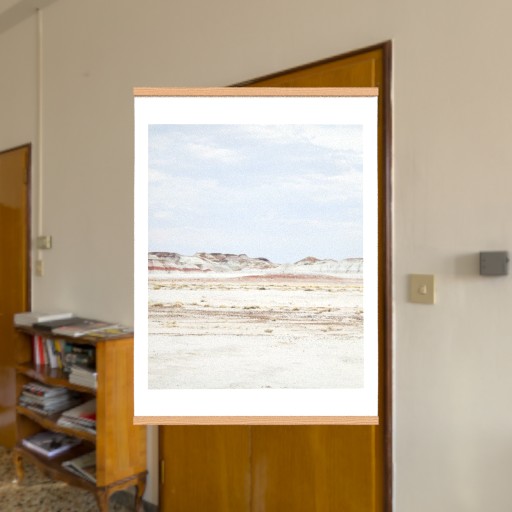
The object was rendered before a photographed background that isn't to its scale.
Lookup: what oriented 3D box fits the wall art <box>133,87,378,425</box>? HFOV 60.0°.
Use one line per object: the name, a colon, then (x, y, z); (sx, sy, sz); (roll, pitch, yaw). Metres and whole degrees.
wall art: (0.000, 0.000, 1.347); (0.739, 1.016, 0.020); (0, 0, 0)
